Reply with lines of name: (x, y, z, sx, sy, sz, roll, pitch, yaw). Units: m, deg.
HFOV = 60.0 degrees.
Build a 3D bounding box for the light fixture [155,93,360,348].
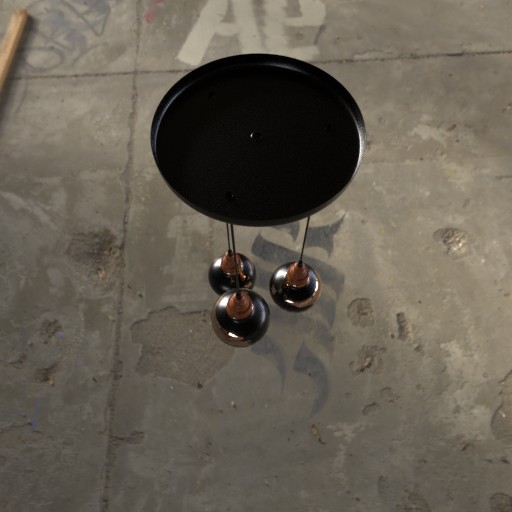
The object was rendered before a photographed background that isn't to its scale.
light fixture: (0.000, 0.000, 1.772, 0.608, 1.410, 0.605, 15, 65, 7)
